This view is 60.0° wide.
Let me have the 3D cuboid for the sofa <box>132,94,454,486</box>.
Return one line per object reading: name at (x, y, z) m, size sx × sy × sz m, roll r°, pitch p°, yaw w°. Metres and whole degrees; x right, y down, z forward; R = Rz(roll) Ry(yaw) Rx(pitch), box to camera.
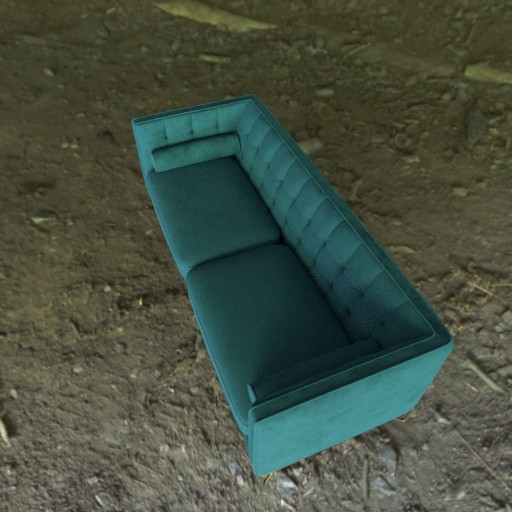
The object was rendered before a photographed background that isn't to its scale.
sofa at (0.000, 0.000, 2.492) m, size 0.867 × 0.789 × 2.087 m, roll -17°, pitch 50°, yaw -15°
